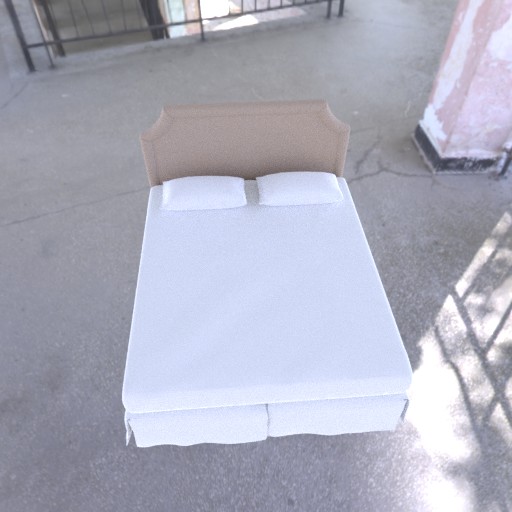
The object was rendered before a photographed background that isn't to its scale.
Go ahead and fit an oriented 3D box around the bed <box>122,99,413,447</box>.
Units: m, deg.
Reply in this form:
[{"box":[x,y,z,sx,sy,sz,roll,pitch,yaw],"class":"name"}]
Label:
[{"box":[0.000,0.000,4.058,2.350,1.590,2.773,-3,47,-3],"class":"bed"}]
